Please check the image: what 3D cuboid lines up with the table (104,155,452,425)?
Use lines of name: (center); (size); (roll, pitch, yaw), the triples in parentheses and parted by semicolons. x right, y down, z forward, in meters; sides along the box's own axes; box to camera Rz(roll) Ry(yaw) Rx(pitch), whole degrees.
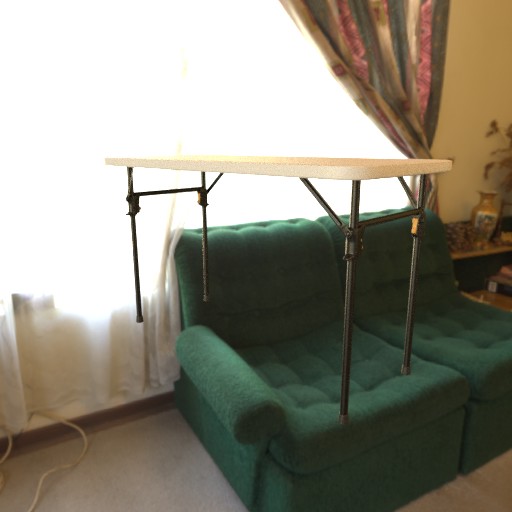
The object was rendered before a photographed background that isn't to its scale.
table: (0.000, 0.000, 1.690); (1.219, 0.729, 0.610); (13, 19, 42)
